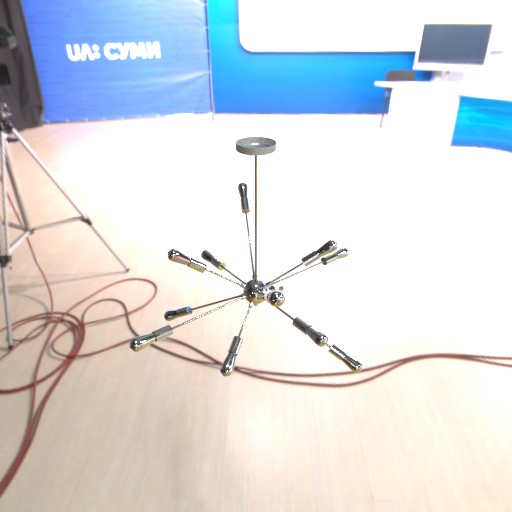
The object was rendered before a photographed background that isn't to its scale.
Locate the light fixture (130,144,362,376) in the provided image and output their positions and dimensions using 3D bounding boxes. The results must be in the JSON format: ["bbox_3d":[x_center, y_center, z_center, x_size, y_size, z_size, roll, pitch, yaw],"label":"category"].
[{"bbox_3d":[0.000,0.000,1.080,0.684,0.558,0.509,-21,36,-32],"label":"light fixture"}]
